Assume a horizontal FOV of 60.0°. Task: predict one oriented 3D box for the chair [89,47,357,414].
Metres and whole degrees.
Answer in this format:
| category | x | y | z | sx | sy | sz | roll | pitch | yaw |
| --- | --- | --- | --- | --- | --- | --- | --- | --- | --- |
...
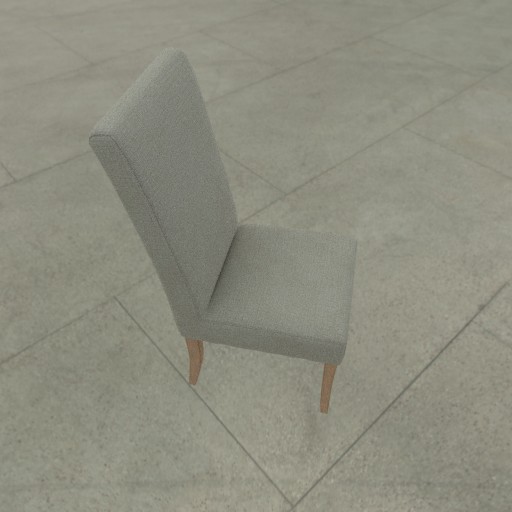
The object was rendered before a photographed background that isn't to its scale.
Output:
| category | x | y | z | sx | sy | sz | roll | pitch | yaw |
| --- | --- | --- | --- | --- | --- | --- | --- | --- | --- |
| chair | 0.000 | 0.000 | 1.347 | 0.611 | 1.033 | 0.450 | 9 | 48 | 9 |
